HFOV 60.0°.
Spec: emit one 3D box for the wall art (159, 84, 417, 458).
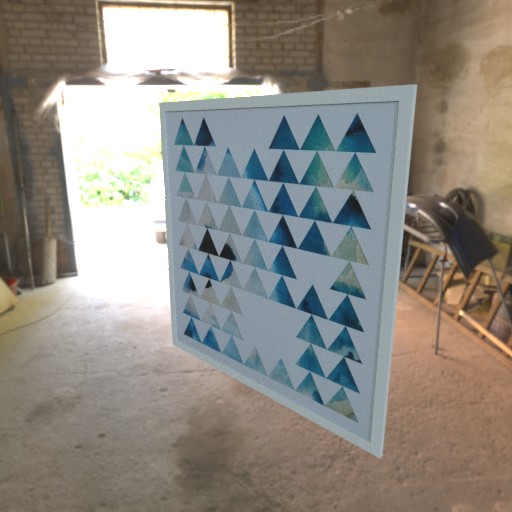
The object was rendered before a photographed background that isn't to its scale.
[{"bbox_3d":[0.000,0.000,1.188,0.809,0.809,0.012,15,22,42],"label":"wall art"}]
